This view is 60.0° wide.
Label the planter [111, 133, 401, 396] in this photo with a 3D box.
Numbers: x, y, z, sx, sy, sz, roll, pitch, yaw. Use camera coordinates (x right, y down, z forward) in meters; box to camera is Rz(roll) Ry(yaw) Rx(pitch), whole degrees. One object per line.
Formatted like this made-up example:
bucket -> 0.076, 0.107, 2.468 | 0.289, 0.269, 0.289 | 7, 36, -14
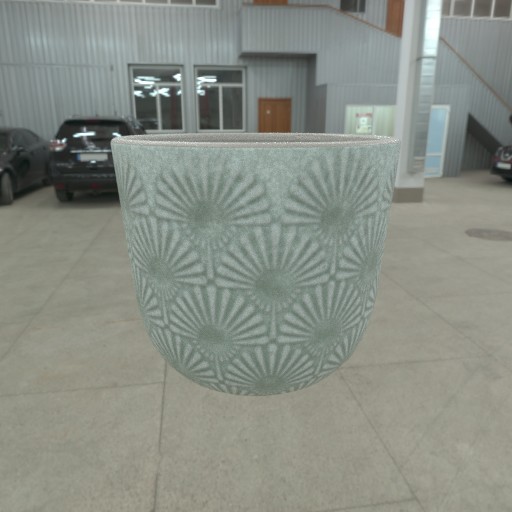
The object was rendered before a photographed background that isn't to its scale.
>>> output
planter -> 0.000, 0.000, 0.292 | 0.170, 0.152, 0.170 | 0, 17, 0
